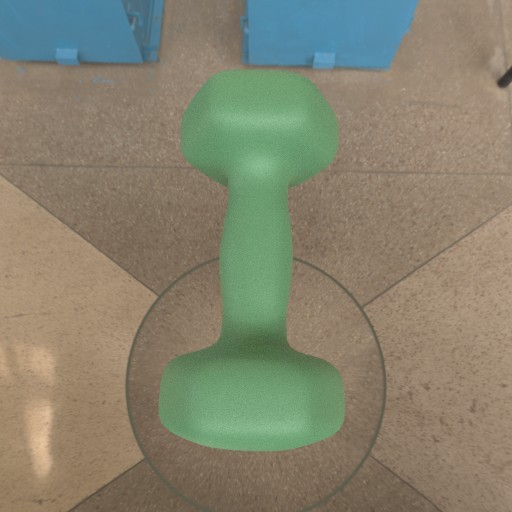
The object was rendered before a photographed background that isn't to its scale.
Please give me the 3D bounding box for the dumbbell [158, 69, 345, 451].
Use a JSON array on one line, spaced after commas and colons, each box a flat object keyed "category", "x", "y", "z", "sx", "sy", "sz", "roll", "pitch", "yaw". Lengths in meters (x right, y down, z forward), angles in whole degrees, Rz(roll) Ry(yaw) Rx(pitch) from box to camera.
[{"category": "dumbbell", "x": 0.000, "y": 0.000, "z": 0.322, "sx": 0.126, "sy": 0.114, "sz": 0.257, "roll": 2, "pitch": 75, "yaw": 1}]
